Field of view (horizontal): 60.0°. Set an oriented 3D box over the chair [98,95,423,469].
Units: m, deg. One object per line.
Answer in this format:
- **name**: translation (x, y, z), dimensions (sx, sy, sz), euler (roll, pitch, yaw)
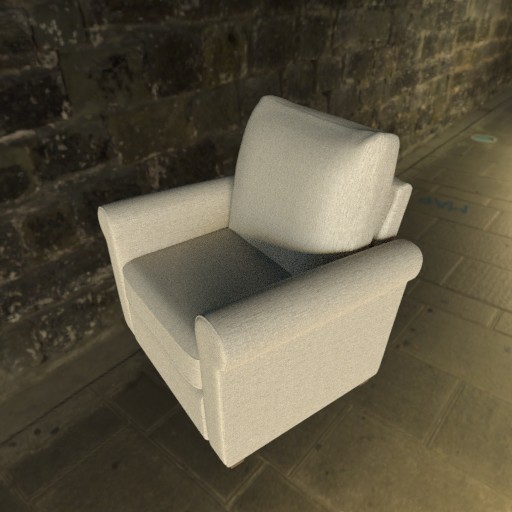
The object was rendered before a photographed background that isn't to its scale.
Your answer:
- **chair**: translation (0.000, 0.000, 2.255), dimensions (1.180, 1.349, 1.275), euler (-21, 38, -29)
